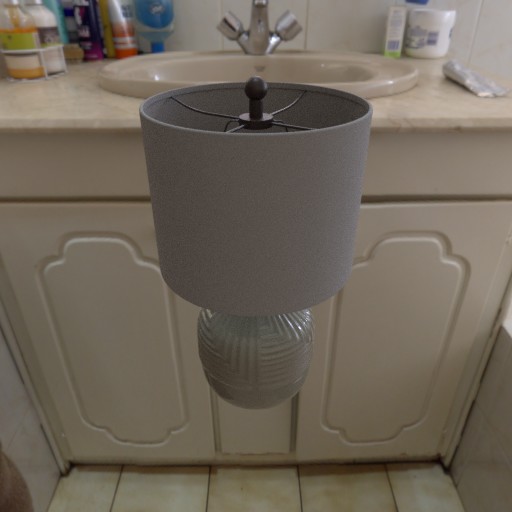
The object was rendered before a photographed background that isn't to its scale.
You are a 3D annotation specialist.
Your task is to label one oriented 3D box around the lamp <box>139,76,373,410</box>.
[{"bbox_3d":[0.000,0.000,0.744,0.318,0.567,0.318,0,31,0],"label":"lamp"}]
